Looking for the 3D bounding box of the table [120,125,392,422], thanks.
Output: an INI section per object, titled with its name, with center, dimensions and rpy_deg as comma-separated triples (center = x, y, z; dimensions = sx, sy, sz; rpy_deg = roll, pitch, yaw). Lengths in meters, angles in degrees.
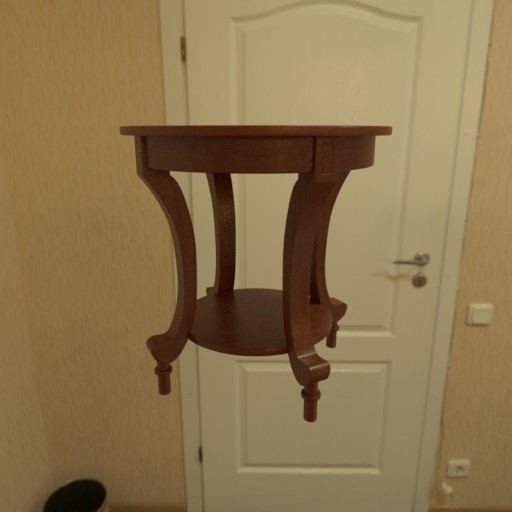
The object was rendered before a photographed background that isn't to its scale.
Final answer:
[table]
center = 0.000, 0.000, 1.093
dimensions = 0.597, 0.612, 0.597
rpy_deg = 0, 16, 0
